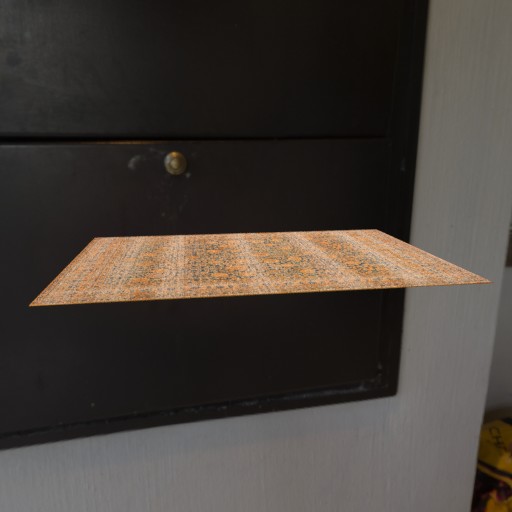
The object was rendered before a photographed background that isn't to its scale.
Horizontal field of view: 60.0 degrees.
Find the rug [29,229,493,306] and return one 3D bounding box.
[{"bbox_3d":[0.000,0.000,2.934,2.336,0.007,1.525,-2,14,-8],"label":"rug"}]
